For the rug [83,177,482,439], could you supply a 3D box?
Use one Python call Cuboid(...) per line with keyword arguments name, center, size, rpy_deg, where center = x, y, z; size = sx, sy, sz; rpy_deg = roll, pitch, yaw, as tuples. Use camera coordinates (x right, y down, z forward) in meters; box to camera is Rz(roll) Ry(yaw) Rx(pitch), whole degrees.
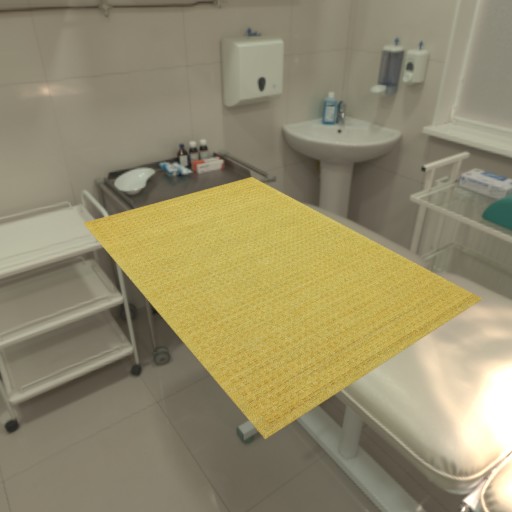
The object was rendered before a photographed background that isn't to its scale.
Cuboid(name="rug", center=(0.000, 0.000, 3.735), size=(1.981, 0.006, 2.895), rpy_deg=(-21, 38, -30))
